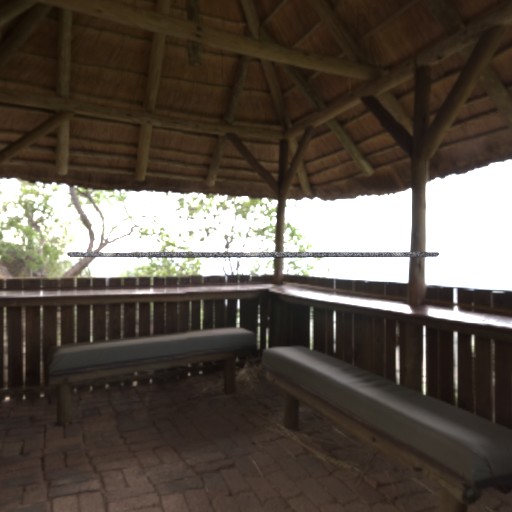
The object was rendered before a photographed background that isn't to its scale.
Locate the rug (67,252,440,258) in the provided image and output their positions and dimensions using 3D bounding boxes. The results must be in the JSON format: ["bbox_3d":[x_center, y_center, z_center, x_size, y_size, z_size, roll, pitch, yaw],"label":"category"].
[{"bbox_3d":[0.000,0.000,3.463,1.801,0.026,2.701,0,0,1],"label":"rug"}]
